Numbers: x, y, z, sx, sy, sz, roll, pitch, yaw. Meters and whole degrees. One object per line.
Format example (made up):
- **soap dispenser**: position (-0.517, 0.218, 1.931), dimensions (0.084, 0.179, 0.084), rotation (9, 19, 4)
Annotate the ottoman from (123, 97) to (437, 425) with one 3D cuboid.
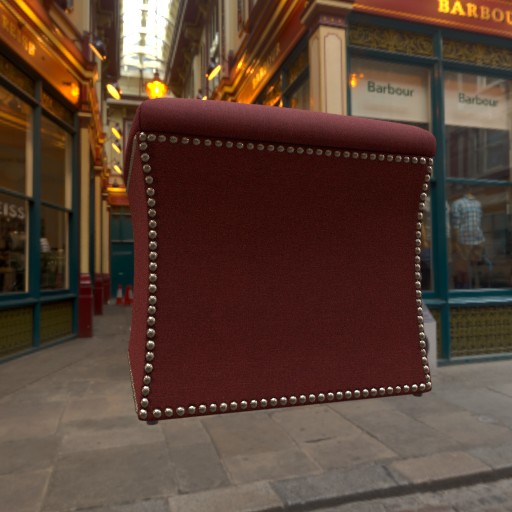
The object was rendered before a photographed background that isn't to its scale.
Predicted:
- **ottoman**: position (0.000, 0.000, 0.887), dimensions (0.507, 0.475, 0.497), rotation (0, -2, -18)
